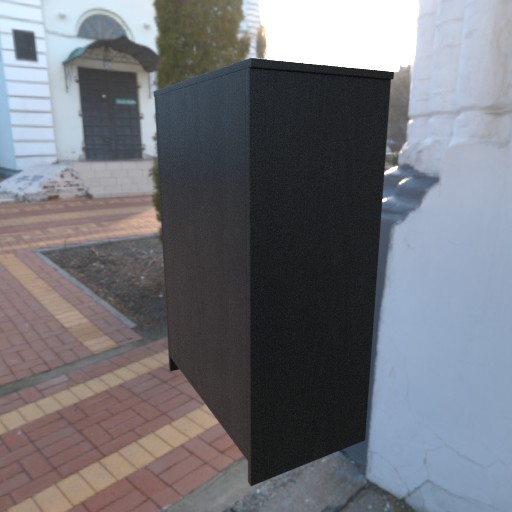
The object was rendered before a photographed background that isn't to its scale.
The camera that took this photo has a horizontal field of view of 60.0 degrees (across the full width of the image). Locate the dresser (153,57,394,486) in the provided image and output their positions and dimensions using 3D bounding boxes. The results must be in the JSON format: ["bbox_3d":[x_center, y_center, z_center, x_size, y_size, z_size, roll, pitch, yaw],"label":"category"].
[{"bbox_3d":[0.000,0.000,1.393,0.398,1.020,0.700,-8,16,-27],"label":"dresser"}]
